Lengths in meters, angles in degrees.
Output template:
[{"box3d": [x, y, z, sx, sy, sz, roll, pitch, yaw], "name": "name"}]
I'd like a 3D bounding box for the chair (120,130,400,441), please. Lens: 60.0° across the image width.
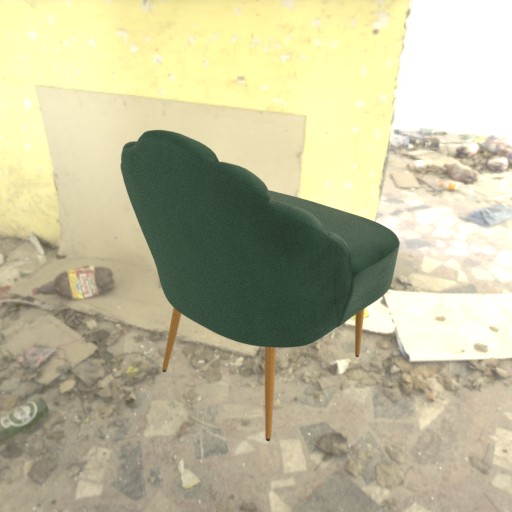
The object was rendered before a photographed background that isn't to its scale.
[{"box3d": [0.000, 0.000, 1.262, 0.657, 0.819, 0.599, 22, 36, 32], "name": "chair"}]
